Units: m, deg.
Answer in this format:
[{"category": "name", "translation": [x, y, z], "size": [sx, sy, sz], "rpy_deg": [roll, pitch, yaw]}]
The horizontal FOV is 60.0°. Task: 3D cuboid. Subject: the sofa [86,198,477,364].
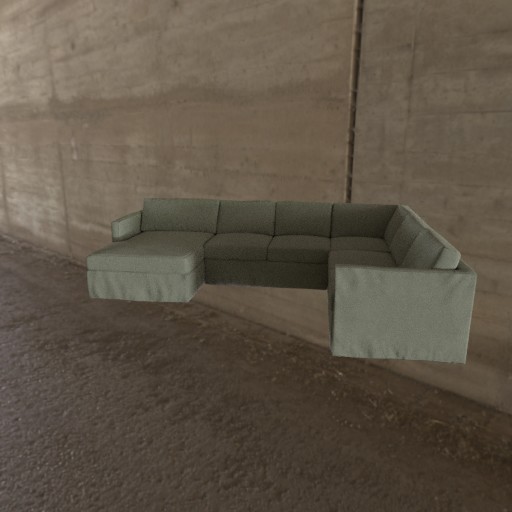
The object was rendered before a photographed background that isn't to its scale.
[{"category": "sofa", "translation": [0.000, 0.000, 4.485], "size": [3.434, 0.869, 2.440], "rpy_deg": [2, 15, 8]}]
